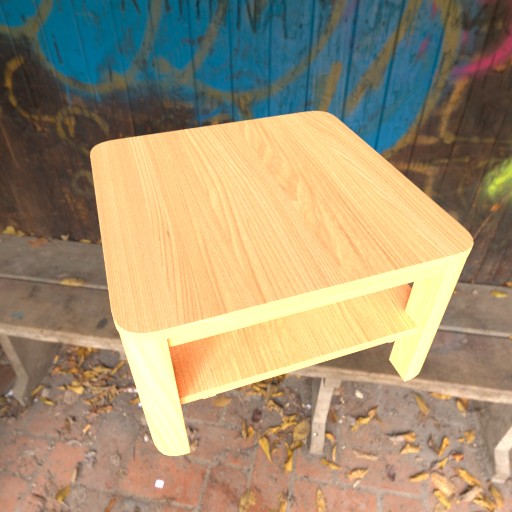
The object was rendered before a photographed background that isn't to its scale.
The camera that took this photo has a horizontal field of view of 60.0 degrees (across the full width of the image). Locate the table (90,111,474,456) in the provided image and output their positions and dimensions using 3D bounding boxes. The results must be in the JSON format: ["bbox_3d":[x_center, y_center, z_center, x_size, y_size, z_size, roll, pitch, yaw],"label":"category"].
[{"bbox_3d":[0.000,0.000,1.237,0.750,0.450,0.750,-13,43,-14],"label":"table"}]
